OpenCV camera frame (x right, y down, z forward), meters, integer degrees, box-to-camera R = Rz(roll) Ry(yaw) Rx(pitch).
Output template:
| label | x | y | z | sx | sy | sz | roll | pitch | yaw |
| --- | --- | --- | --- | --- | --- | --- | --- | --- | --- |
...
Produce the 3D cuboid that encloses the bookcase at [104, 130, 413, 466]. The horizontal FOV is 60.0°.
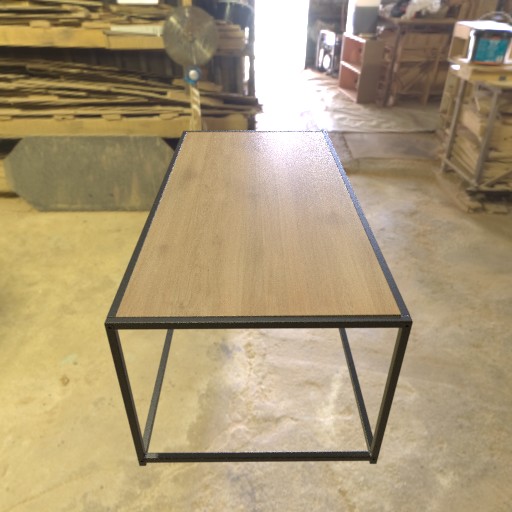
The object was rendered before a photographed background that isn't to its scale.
| label | x | y | z | sx | sy | sz | roll | pitch | yaw |
| --- | --- | --- | --- | --- | --- | --- | --- | --- | --- |
| bookcase | 0.000 | 0.000 | 1.242 | 0.500 | 0.400 | 1.000 | 0 | 33 | 0 |
